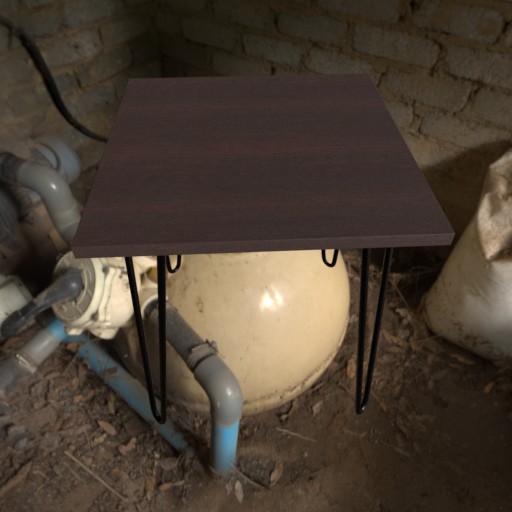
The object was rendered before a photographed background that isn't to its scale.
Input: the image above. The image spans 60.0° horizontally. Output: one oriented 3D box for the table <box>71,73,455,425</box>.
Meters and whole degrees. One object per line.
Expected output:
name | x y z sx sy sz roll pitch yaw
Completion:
table | 0.000 0.000 0.942 0.495 0.559 0.495 -2 45 -2
